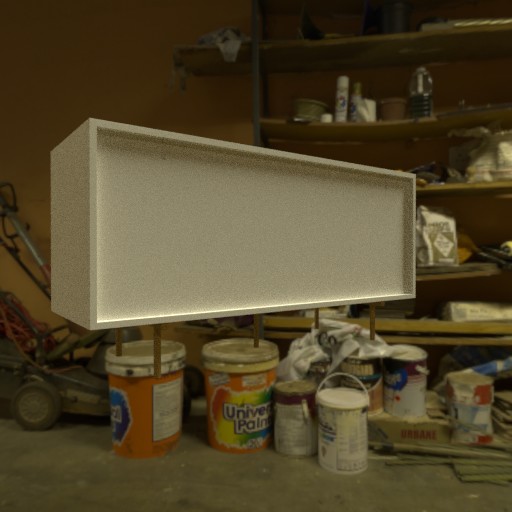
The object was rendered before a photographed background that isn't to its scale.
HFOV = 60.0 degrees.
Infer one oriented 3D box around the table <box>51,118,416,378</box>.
[{"bbox_3d":[0.000,0.000,1.868,1.500,0.769,0.508,0,1,-36],"label":"table"}]
